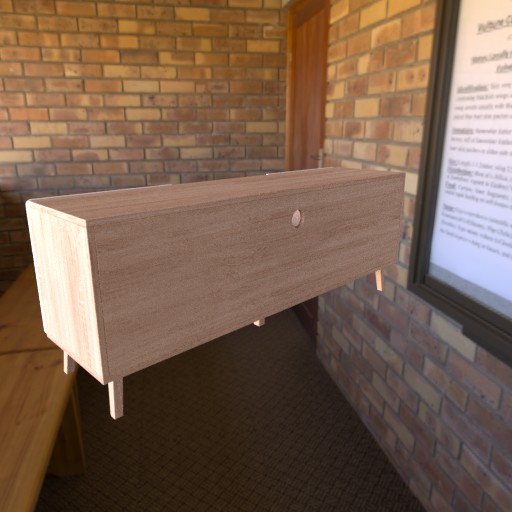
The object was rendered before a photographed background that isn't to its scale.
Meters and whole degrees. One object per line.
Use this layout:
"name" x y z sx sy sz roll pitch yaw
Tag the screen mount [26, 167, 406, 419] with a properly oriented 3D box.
"screen mount" 0.000 0.000 1.736 1.500 0.570 0.420 -16 23 -42
